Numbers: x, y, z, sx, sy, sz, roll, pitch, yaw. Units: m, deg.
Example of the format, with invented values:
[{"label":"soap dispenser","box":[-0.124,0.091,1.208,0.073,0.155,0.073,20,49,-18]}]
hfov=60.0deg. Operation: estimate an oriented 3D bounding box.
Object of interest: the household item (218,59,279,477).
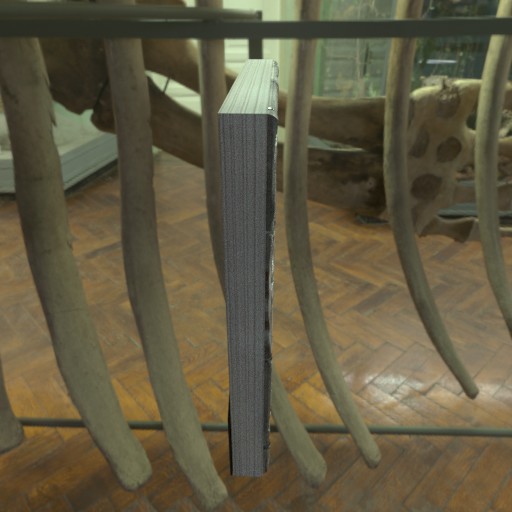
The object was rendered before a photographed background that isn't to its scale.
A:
[{"label":"household item","box":[0.000,0.000,0.287,0.025,0.216,0.165,1,30,2]}]
